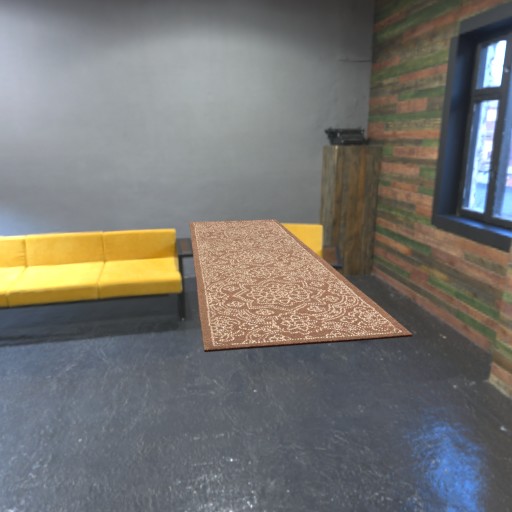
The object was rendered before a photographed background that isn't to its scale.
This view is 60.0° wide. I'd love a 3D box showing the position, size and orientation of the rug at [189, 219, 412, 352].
[{"bbox_3d":[0.000,0.000,2.732,0.769,0.012,2.448,-2,15,-9],"label":"rug"}]
